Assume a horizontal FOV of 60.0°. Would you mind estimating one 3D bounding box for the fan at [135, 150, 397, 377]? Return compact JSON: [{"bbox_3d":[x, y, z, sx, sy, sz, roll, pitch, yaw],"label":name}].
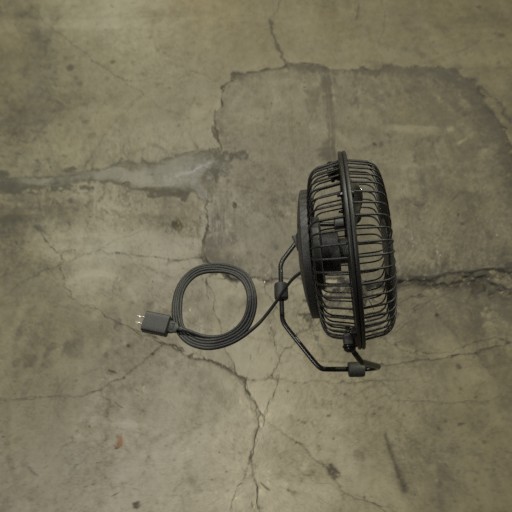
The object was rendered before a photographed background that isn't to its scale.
[{"bbox_3d":[0.000,0.000,0.320,0.202,0.152,0.153,0,64,0],"label":"fan"}]
